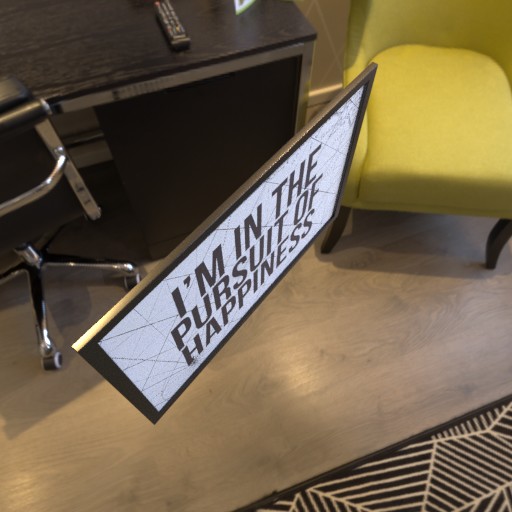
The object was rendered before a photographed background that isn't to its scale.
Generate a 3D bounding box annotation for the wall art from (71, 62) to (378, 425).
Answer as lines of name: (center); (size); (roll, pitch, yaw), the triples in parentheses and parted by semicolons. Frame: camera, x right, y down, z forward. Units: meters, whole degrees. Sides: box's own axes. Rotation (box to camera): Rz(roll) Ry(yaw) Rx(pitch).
wall art: (0.000, 0.000, 1.026); (0.015, 0.552, 0.819); (35, 65, 19)
